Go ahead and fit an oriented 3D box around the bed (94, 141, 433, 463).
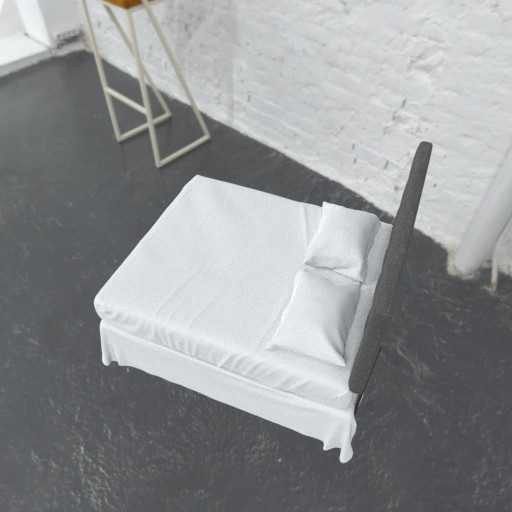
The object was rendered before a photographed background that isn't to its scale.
[{"bbox_3d":[0.000,0.000,3.451,2.222,1.577,1.936,17,49,15],"label":"bed"}]
